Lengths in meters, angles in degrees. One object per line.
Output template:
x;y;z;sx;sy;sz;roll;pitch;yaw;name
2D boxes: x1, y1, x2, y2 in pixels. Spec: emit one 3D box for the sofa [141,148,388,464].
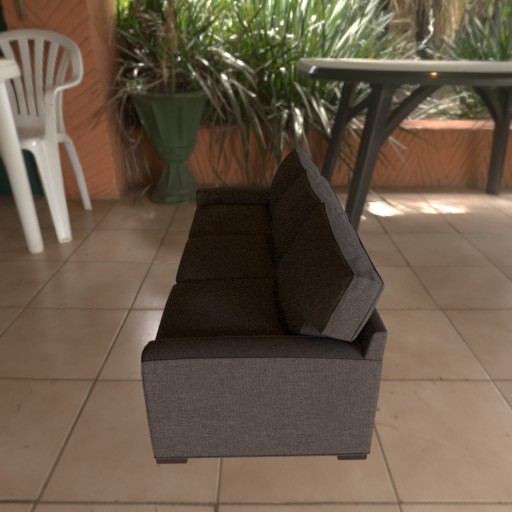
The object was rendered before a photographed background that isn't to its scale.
0.000;0.000;2.881;1.004;0.978;2.369;-1;26;-1;sofa
